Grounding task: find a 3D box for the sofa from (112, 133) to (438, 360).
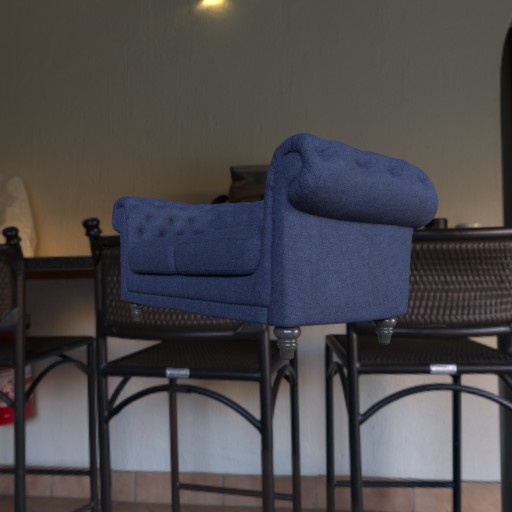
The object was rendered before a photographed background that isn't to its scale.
[{"bbox_3d":[0.000,0.000,2.540,1.082,0.833,1.988,1,-2,-37],"label":"sofa"}]
